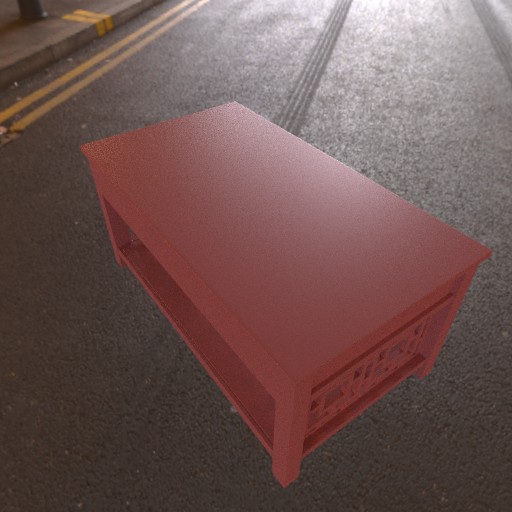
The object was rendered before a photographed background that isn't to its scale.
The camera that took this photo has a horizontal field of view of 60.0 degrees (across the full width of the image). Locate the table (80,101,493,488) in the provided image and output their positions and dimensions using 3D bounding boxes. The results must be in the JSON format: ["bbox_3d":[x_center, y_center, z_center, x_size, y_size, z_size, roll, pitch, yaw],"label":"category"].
[{"bbox_3d":[0.000,0.000,1.387,0.612,0.493,1.068,-26,48,-26],"label":"table"}]
